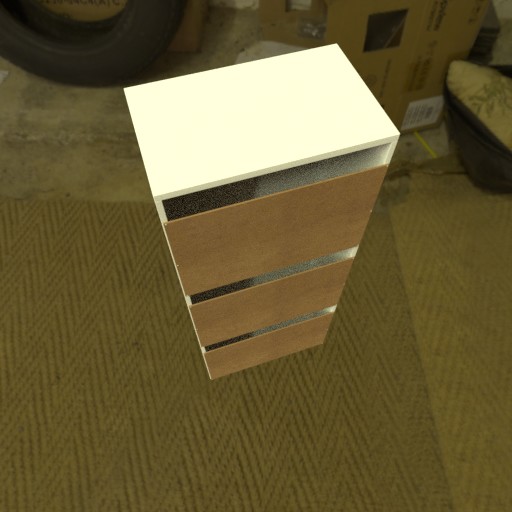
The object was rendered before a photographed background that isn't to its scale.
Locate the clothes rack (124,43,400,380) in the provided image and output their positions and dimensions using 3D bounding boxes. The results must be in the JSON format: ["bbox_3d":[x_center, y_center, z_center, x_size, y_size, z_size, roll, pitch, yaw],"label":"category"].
[{"bbox_3d":[0.000,0.000,1.429,0.500,1.187,0.331,-16,60,-9],"label":"clothes rack"}]
